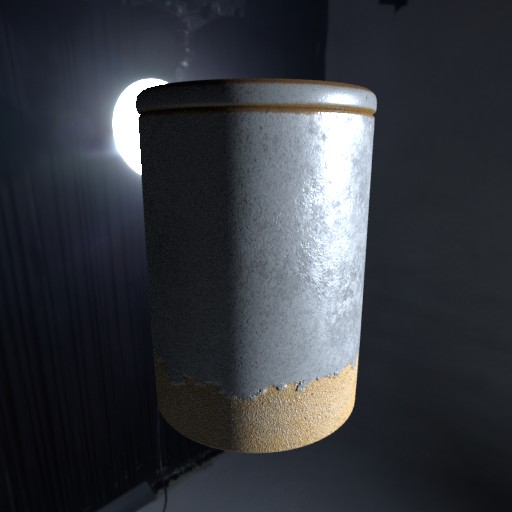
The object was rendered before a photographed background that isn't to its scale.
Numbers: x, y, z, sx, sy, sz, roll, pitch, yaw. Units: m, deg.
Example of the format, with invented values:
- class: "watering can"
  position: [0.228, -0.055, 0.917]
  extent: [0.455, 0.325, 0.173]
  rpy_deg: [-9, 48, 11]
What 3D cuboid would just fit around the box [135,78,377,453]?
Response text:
- class: "box"
  position: [0.000, 0.000, 0.243]
  extent: [0.118, 0.168, 0.118]
  rpy_deg: [0, 14, 0]
